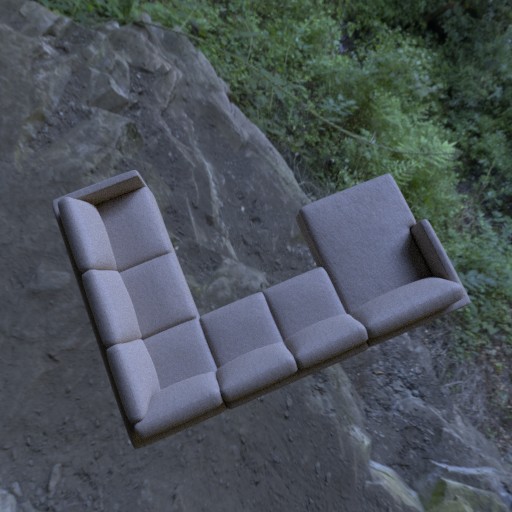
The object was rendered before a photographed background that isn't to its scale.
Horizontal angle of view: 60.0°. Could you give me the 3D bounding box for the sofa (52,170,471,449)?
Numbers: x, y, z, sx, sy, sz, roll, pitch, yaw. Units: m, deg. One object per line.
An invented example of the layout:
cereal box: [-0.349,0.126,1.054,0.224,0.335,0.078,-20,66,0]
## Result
sofa: [0.000,0.000,4.526,3.403,0.889,2.551,-22,78,-5]
